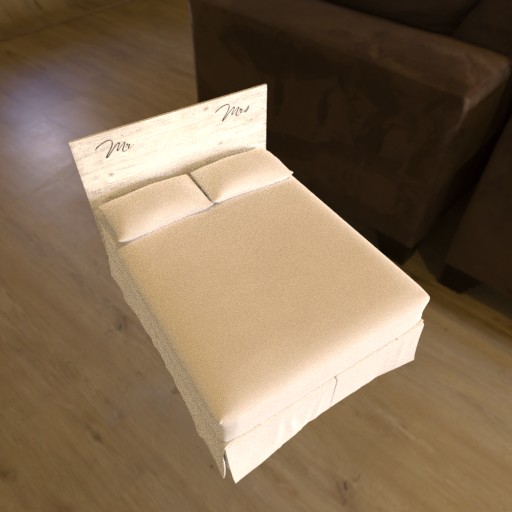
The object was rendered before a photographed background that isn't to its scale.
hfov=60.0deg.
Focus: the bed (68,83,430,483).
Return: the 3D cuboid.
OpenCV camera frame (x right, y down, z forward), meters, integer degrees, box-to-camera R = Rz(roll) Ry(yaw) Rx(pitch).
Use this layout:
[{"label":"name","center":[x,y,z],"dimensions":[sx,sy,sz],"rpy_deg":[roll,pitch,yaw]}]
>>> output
[{"label":"bed","center":[0.000,0.000,3.184],"dimensions":[1.745,1.335,2.094],"rpy_deg":[-25,51,-22]}]
